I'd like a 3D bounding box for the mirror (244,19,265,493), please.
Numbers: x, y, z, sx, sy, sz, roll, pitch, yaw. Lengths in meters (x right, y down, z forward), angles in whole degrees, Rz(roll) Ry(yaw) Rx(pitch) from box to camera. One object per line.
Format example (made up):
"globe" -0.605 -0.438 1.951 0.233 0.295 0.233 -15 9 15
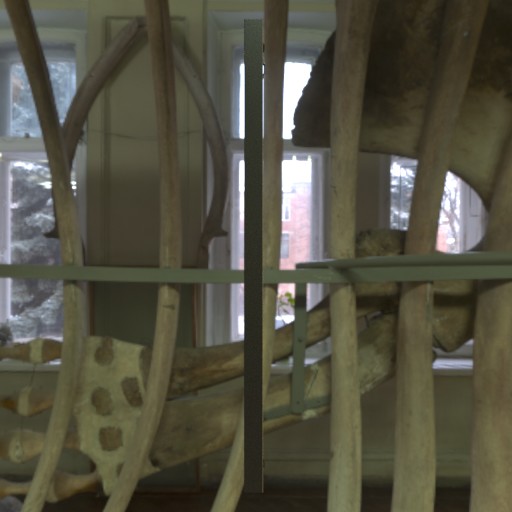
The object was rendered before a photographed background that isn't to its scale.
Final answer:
"mirror" 0.000 0.000 1.160 0.041 0.915 0.609 0 0 1
